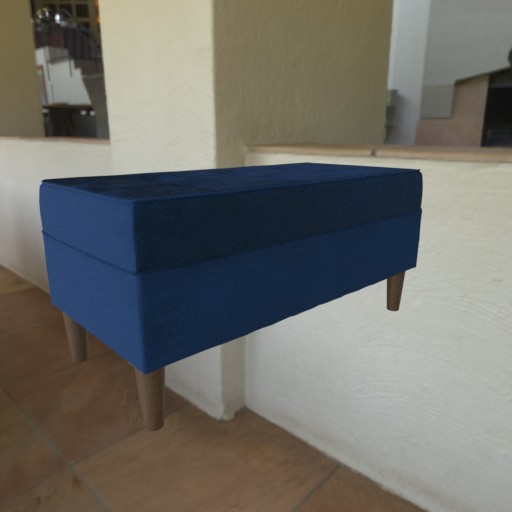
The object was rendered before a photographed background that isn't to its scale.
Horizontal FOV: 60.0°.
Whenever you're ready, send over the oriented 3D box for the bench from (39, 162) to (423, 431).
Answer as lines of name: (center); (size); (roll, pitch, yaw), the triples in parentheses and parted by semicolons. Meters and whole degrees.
bench: (0.000, 0.000, 1.272); (1.010, 0.467, 0.489); (-14, 21, -41)
